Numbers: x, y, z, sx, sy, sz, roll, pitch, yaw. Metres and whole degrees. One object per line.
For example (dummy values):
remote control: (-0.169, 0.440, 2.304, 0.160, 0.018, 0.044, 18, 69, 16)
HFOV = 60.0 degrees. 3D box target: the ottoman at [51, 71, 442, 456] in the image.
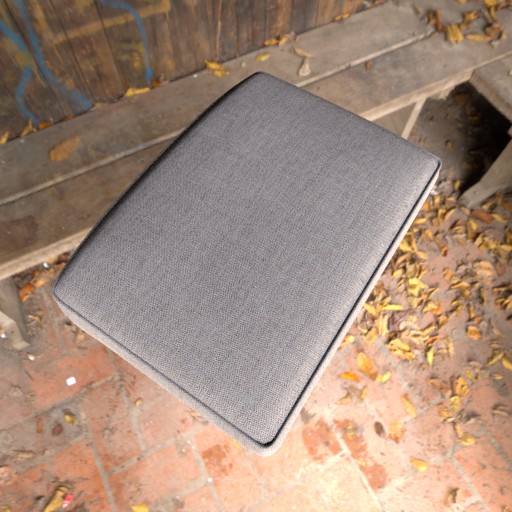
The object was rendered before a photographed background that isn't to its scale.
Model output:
ottoman: (0.000, 0.000, 1.081, 0.555, 0.458, 0.750, 31, 67, 15)
